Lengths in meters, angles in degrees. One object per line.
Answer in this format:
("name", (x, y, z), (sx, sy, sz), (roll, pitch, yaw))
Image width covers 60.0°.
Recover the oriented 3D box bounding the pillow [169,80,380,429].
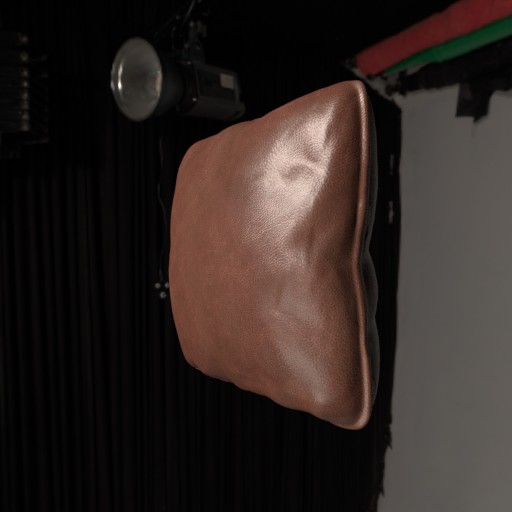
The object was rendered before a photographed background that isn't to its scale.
("pillow", (0.000, 0.000, 0.832), (0.236, 0.523, 0.532), (0, 0, -36))
